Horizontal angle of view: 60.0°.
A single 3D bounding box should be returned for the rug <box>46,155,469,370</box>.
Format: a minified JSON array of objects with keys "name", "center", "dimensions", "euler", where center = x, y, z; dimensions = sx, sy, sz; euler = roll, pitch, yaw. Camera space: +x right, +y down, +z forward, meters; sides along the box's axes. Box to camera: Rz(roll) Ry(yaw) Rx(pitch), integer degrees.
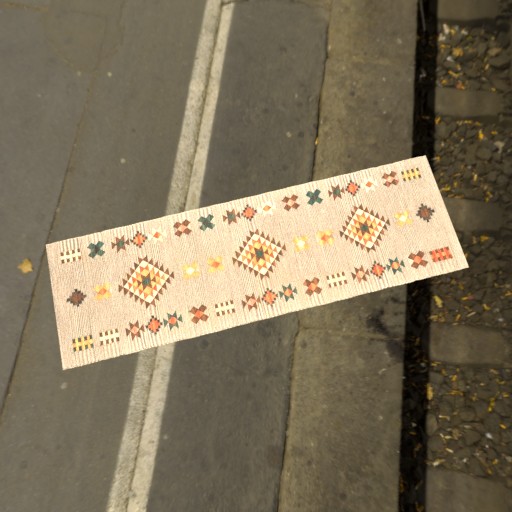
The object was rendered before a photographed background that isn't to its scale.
[{"name":"rug","center":[0.000,0.000,2.668],"dimensions":[2.432,0.008,0.766],"euler":[-14,75,-4]}]
